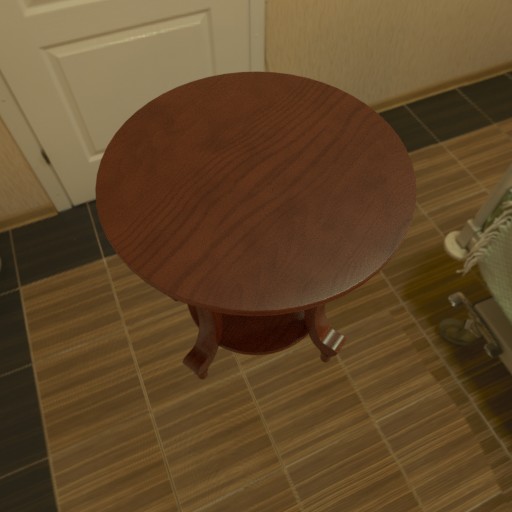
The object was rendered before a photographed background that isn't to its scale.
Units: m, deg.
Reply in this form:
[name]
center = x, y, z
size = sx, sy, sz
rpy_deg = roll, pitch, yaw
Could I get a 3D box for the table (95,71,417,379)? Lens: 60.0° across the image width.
[table]
center = 0.000, 0.000, 1.093
size = 0.597, 0.612, 0.597
rpy_deg = 0, 57, 0
